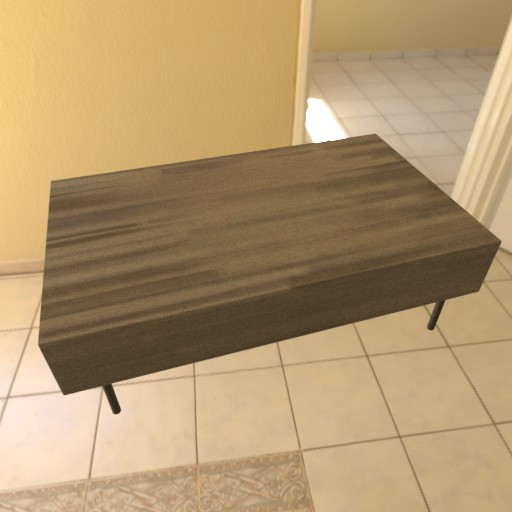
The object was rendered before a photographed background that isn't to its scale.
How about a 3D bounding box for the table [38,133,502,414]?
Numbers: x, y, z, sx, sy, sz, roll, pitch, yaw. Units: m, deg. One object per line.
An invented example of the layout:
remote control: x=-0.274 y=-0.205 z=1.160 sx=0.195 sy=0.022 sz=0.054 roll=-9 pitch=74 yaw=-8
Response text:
table: x=0.000 y=0.000 z=1.328 sx=1.088 sy=0.347 sz=0.643 roll=-11 pitch=42 yaw=-13
